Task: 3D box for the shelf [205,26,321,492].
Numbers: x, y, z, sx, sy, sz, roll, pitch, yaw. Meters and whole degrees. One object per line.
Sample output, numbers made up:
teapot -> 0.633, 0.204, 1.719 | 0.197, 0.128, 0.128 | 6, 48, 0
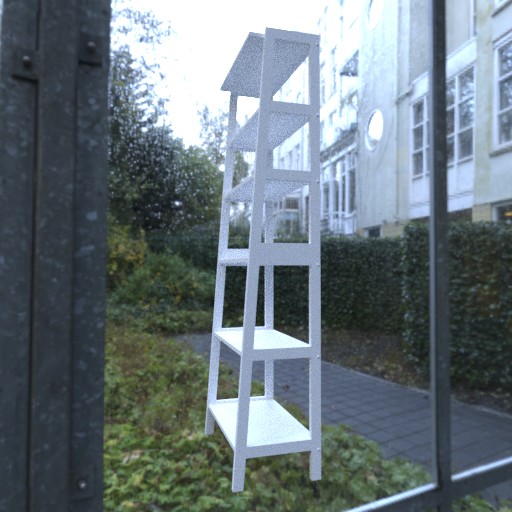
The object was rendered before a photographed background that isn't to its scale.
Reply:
shelf -> 0.000, 0.000, 2.146 | 0.381, 1.892, 0.660 | 0, -1, -16
